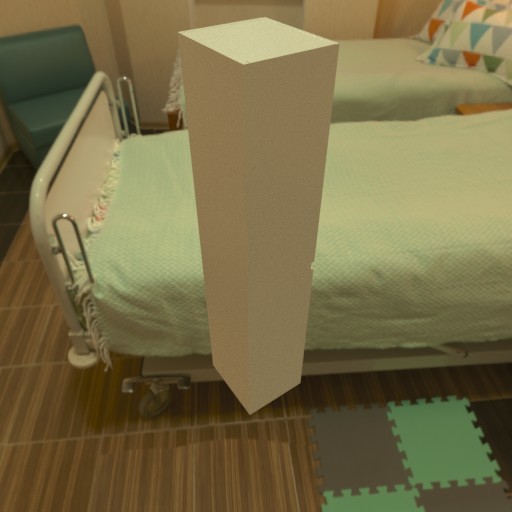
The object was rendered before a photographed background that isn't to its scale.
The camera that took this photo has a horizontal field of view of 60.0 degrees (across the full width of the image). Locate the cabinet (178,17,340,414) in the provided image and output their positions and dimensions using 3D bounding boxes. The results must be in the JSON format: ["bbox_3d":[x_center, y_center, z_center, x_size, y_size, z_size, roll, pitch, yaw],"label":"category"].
[{"bbox_3d":[0.000,0.000,1.531,0.269,1.400,0.300,-24,46,-25],"label":"cabinet"}]
